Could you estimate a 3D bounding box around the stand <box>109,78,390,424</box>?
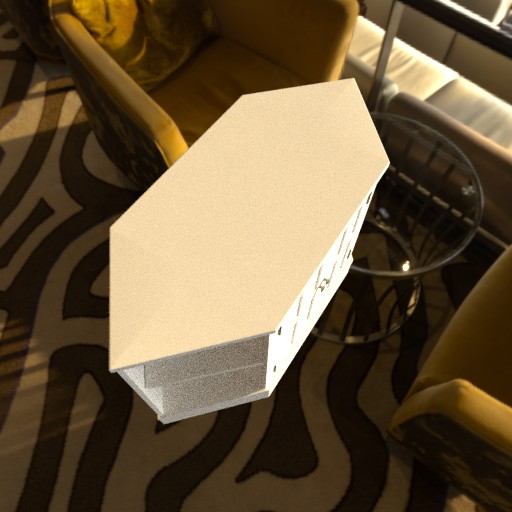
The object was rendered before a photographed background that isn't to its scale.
[{"bbox_3d":[0.000,0.000,1.380,0.477,0.614,1.072,30,64,16],"label":"stand"}]
